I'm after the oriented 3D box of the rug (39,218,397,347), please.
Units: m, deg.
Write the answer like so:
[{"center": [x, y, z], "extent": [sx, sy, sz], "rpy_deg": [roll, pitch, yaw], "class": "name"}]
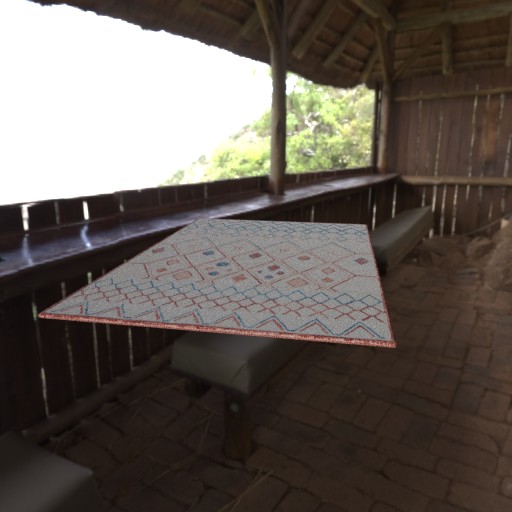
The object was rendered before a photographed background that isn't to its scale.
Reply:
[{"center": [0.000, 0.000, 2.318], "extent": [1.219, 0.016, 1.829], "rpy_deg": [3, 16, 10], "class": "rug"}]
